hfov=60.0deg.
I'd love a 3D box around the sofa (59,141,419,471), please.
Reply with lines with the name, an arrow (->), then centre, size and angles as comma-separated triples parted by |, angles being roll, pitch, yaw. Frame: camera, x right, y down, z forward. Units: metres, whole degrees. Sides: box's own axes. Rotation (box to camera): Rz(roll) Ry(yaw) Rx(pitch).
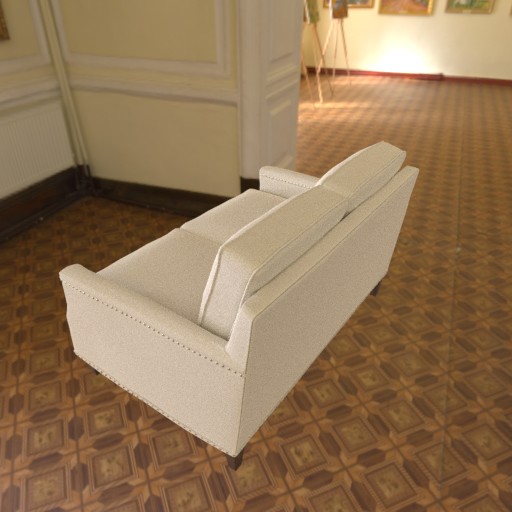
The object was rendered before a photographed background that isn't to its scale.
sofa -> 0.000, 0.000, 2.262 | 1.084, 1.003, 1.597 | 21, 38, 29
